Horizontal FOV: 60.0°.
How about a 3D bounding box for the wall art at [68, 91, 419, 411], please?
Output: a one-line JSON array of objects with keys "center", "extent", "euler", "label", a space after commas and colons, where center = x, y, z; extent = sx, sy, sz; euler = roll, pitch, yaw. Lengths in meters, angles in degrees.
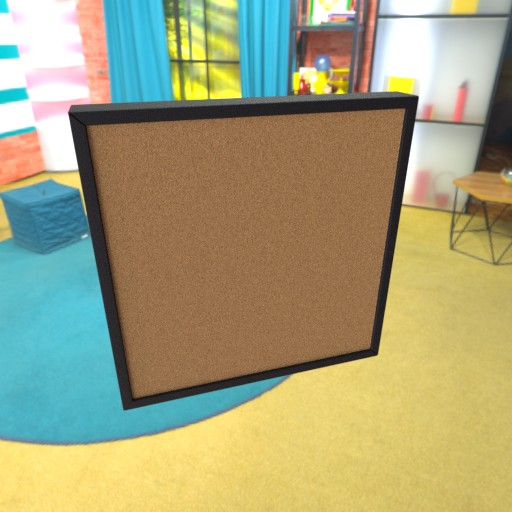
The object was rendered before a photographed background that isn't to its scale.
[{"center": [0.000, 0.000, 0.455], "extent": [0.305, 0.305, 0.037], "euler": [-8, 28, -15], "label": "wall art"}]
